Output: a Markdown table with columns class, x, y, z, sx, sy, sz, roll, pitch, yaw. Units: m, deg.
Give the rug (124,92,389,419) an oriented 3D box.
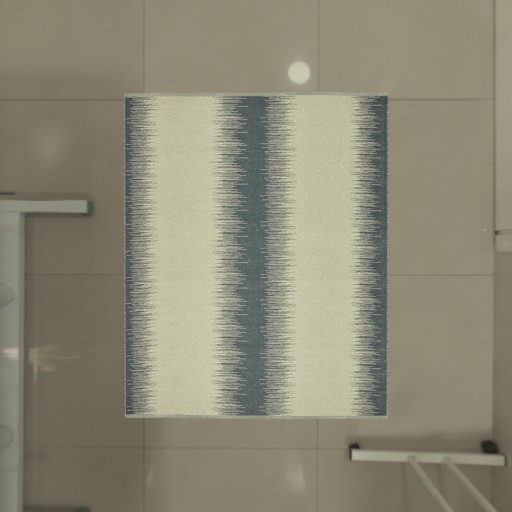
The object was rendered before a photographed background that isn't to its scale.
| class | x | y | z | sx | sy | sz | roll | pitch | yaw |
| --- | --- | --- | --- | --- | --- | --- | --- | --- | --- |
| rug | 0.000 | 0.000 | 4.118 | 2.453 | 0.004 | 3.037 | 0 | 90 | 1 |
